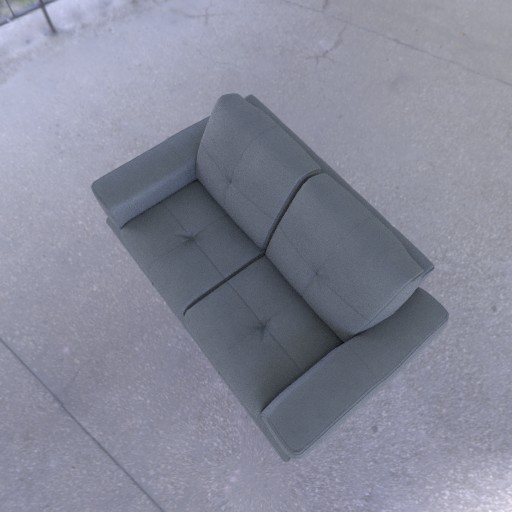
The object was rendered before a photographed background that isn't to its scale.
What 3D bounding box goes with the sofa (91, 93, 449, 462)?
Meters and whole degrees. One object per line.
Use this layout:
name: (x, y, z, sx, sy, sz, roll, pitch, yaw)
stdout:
sofa: (0.000, 0.000, 2.361, 1.018, 0.907, 1.806, -35, 69, -16)
